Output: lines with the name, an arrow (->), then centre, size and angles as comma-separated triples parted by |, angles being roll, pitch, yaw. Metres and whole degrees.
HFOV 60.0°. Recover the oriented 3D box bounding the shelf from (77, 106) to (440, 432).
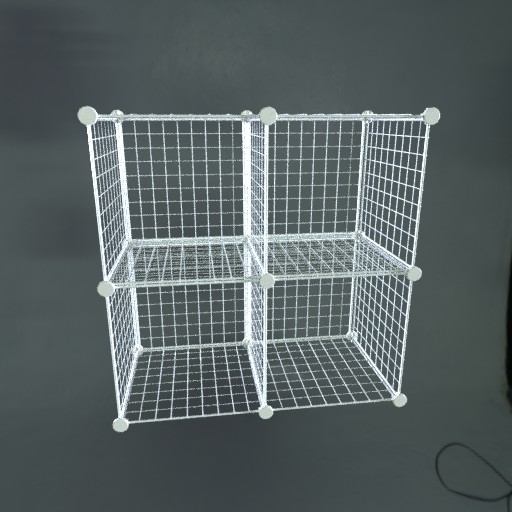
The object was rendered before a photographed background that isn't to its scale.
shelf -> 0.000, 0.000, 1.129 | 0.711, 0.711, 0.356 | -2, 17, -8
